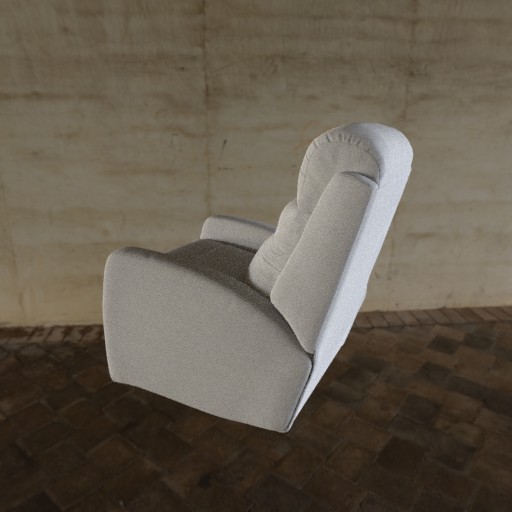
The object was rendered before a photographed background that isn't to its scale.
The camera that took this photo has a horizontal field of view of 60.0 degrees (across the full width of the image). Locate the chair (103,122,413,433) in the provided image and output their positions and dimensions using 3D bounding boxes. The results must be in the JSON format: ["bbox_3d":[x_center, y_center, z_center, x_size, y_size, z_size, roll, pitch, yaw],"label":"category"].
[{"bbox_3d":[0.000,0.000,1.749,1.043,1.013,0.798,8,19,25],"label":"chair"}]
